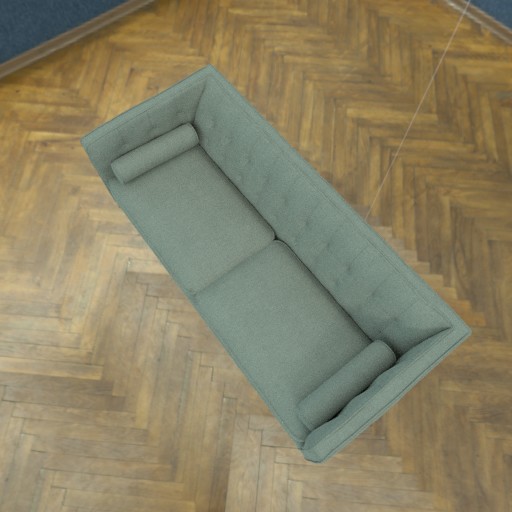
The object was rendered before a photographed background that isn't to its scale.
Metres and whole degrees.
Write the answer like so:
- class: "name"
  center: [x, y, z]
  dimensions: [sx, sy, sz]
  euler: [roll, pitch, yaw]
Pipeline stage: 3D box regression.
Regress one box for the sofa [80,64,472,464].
- class: "sofa"
  center: [0.000, 0.000, 2.563]
  dimensions: [0.912, 0.798, 2.079]
  euler: [-35, 71, -14]
